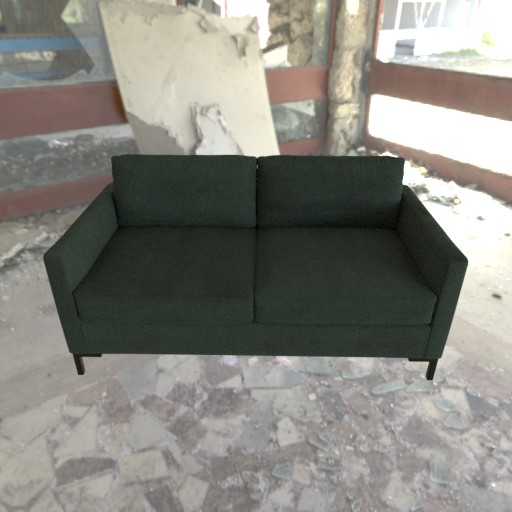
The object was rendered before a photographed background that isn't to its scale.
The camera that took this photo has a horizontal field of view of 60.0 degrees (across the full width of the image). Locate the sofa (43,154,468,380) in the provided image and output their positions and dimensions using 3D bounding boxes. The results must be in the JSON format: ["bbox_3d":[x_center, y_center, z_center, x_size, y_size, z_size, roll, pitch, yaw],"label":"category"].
[{"bbox_3d":[0.000,0.000,2.159,1.676,0.817,0.875,1,29,1],"label":"sofa"}]
